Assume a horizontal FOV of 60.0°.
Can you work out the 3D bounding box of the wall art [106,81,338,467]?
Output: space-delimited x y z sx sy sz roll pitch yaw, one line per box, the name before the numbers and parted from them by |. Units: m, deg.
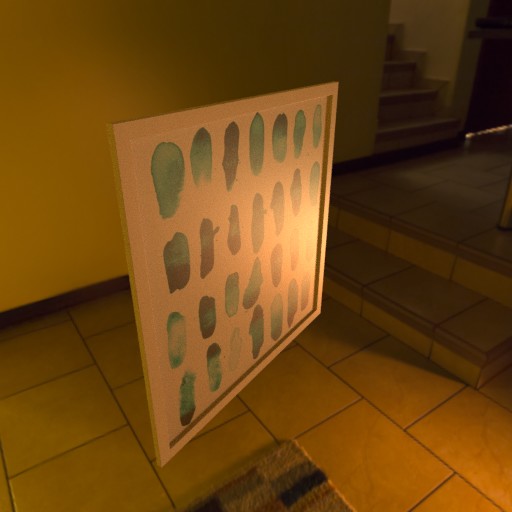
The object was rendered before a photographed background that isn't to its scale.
wall art | 0.000 0.000 0.669 0.009 0.457 0.456 18 32 31
